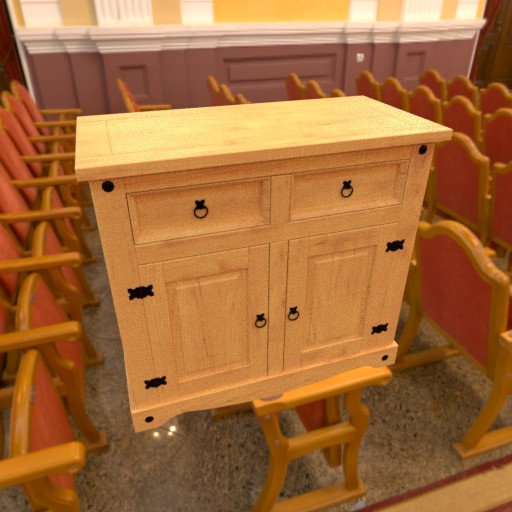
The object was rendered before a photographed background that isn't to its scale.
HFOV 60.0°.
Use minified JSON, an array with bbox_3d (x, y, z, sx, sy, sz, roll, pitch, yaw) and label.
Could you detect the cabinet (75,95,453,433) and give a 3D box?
[{"bbox_3d":[0.000,0.000,1.415,0.920,0.840,0.450,-10,32,-16],"label":"cabinet"}]
